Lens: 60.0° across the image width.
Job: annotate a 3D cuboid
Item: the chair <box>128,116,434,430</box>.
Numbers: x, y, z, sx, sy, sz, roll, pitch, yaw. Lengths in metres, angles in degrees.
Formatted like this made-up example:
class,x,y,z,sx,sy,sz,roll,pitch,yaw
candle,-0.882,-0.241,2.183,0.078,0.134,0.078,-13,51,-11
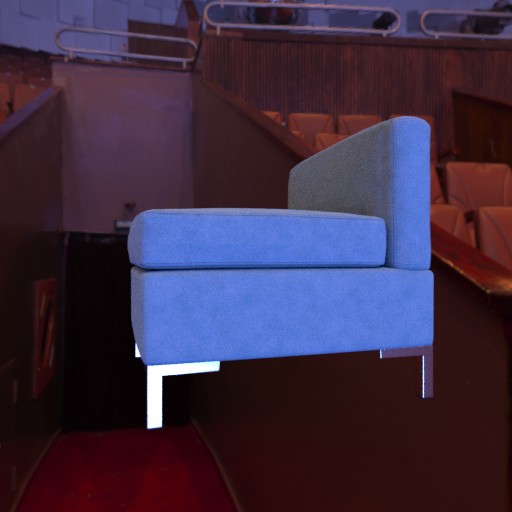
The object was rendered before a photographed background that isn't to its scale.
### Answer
class,x,y,z,sx,sy,sz,roll,pitch,yaw
chair,0.000,0.000,1.244,0.685,0.660,0.684,0,0,-17
